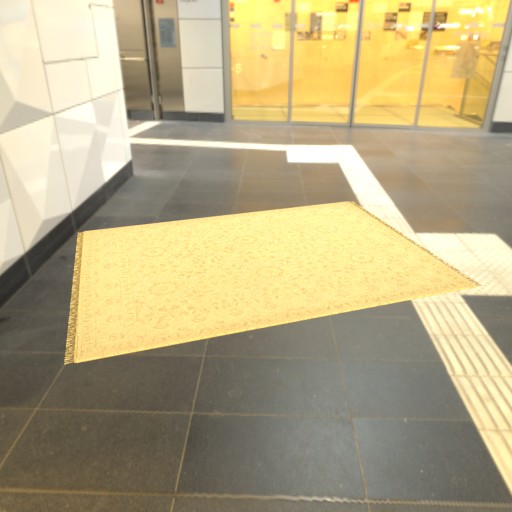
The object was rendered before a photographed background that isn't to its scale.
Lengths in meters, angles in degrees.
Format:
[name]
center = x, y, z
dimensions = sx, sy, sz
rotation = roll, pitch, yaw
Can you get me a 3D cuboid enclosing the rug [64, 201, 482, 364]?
[rug]
center = 0.000, 0.000, 2.875
dimensions = 2.233, 0.011, 1.514
rotation = -8, 28, -16
